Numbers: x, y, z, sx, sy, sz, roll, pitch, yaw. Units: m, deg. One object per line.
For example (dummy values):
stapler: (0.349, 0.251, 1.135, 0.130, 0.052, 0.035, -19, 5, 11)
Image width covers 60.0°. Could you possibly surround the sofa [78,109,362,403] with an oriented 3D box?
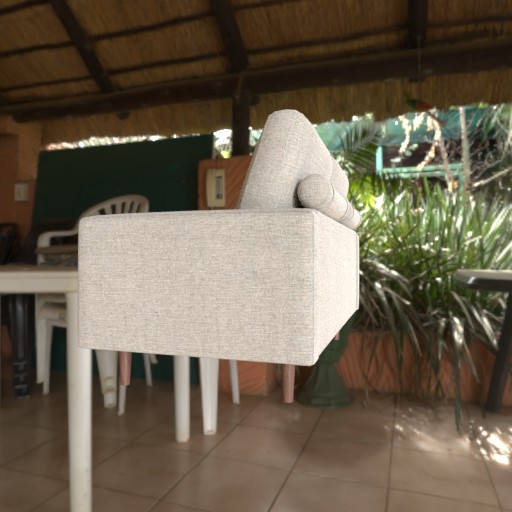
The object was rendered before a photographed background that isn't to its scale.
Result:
sofa: (0.000, 0.000, 1.983, 0.842, 0.907, 1.407, 0, 0, 18)
